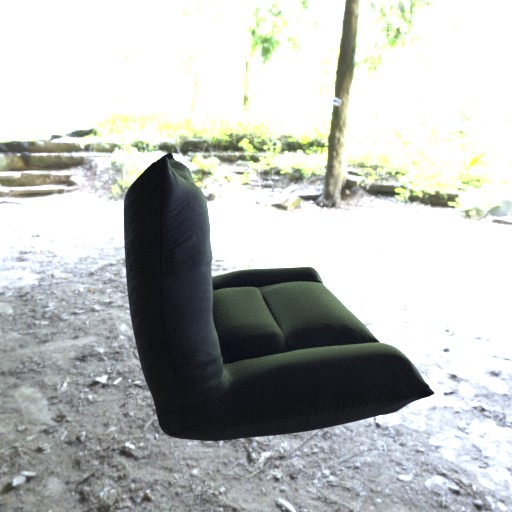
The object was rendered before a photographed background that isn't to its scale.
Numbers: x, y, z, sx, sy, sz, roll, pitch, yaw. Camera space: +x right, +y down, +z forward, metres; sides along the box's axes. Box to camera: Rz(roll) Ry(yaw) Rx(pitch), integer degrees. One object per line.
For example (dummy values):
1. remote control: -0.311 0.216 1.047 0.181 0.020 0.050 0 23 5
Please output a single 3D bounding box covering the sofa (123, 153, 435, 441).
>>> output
1. sofa: 0.000 0.000 1.659 0.849 0.778 1.122 -3 15 -10
